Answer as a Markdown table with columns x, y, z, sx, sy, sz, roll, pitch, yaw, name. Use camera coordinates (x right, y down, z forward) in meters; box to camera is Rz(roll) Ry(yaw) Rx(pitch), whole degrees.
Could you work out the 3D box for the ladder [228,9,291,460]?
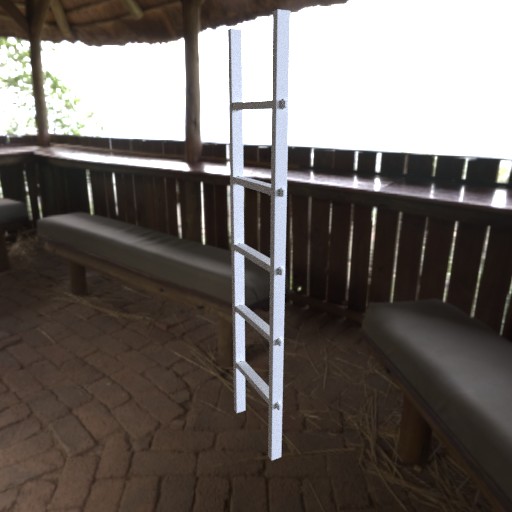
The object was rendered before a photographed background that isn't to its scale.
| x | y | z | sx | sy | sz | roll | pitch | yaw | name |
| --- | --- | --- | --- | --- | --- | --- | --- | --- | --- |
| 0.000 | 0.000 | 1.888 | 0.051 | 1.797 | 0.452 | -9 | 20 | -26 | ladder |
